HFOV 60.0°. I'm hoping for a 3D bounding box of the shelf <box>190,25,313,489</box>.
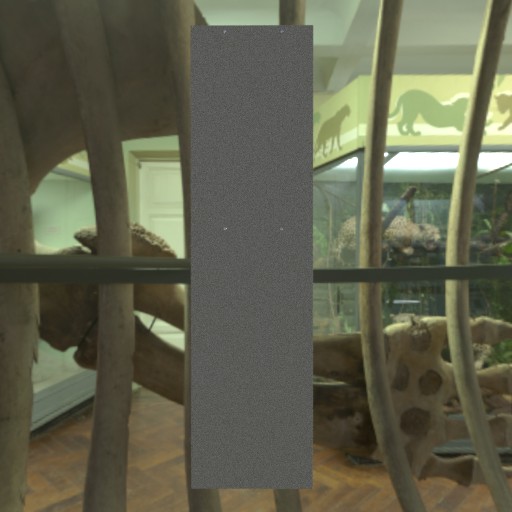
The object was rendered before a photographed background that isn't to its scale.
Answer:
[{"bbox_3d":[0.000,0.000,2.528,0.500,1.810,1.600,0,1,0],"label":"shelf"}]
